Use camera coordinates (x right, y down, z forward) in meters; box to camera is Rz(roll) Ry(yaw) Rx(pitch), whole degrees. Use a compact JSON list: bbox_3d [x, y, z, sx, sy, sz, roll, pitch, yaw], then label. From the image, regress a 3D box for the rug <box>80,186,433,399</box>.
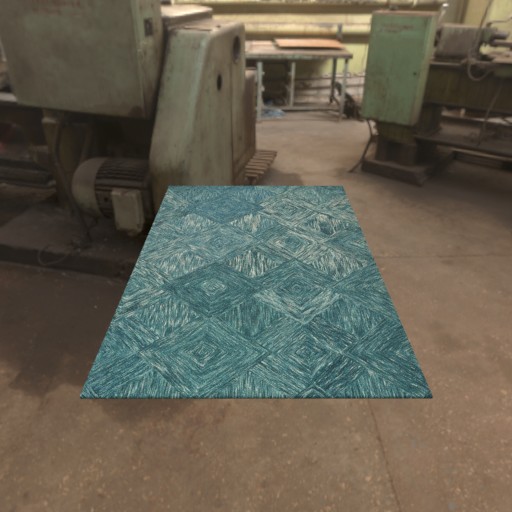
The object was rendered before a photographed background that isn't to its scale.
[{"bbox_3d":[0.000,0.000,2.833,1.490,0.015,2.277,0,32,0],"label":"rug"}]
